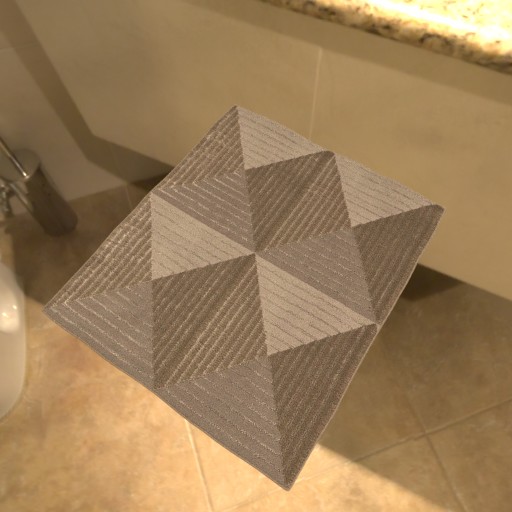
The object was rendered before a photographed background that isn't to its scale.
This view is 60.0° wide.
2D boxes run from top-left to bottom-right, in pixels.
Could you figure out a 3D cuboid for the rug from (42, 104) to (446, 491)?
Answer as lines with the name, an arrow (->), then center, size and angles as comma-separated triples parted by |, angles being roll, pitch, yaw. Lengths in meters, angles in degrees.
rug -> 0.000, 0.000, 0.881 | 0.551, 0.008, 0.642 | 31, 67, 15
